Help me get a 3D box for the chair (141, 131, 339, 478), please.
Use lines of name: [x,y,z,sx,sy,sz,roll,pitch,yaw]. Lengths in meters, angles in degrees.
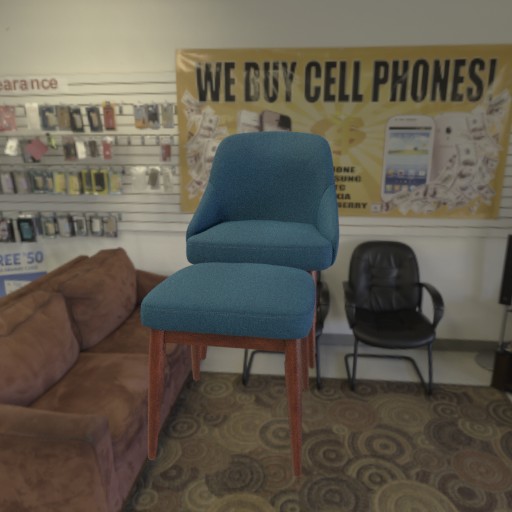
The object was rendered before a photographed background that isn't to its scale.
chair: [0.000,0.000,1.578,0.584,0.866,1.114,2,15,9]
